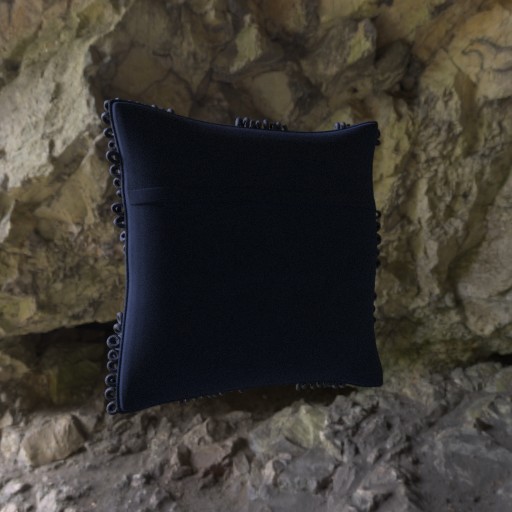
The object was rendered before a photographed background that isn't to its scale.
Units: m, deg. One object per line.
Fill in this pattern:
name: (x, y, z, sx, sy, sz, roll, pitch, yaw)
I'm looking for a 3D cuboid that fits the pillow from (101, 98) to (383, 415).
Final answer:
pillow: (0.000, 0.000, 0.718, 0.469, 0.466, 0.172, 0, 2, -18)
